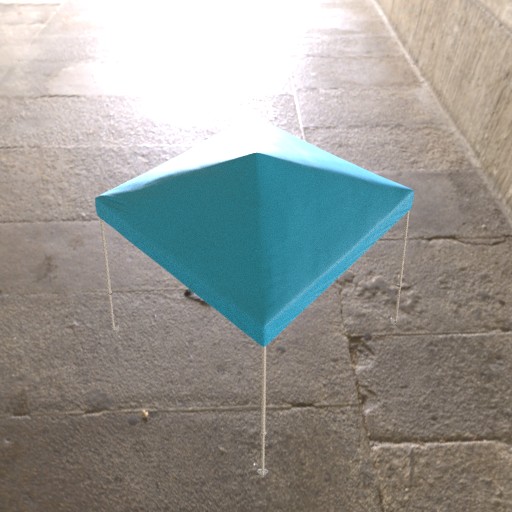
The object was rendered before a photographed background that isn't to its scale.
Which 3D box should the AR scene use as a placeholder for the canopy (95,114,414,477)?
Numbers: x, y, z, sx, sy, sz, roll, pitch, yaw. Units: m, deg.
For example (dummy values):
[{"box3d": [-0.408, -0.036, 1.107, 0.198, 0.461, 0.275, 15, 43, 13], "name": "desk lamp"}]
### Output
[{"box3d": [0.000, 0.000, 5.237, 2.849, 2.849, 2.848, 34, 55, 28], "name": "canopy"}]
